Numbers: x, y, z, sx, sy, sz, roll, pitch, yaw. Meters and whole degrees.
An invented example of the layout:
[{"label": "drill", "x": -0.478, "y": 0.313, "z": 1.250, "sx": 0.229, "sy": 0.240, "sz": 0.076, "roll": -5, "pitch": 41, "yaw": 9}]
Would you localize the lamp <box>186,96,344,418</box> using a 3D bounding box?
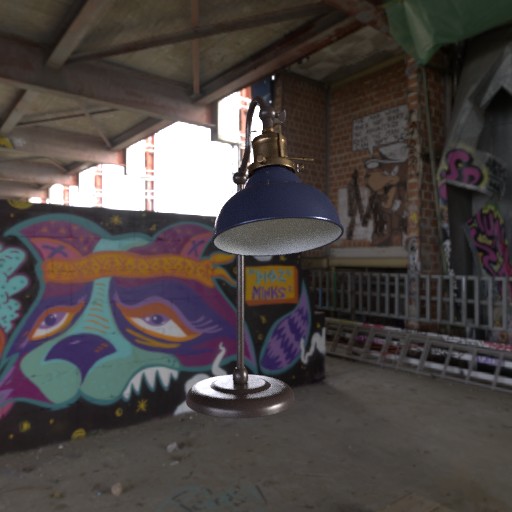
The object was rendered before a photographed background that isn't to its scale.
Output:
[{"label": "lamp", "x": 0.000, "y": 0.000, "z": 0.707, "sx": 0.192, "sy": 0.508, "sz": 0.374, "roll": 0, "pitch": -1, "yaw": -18}]
